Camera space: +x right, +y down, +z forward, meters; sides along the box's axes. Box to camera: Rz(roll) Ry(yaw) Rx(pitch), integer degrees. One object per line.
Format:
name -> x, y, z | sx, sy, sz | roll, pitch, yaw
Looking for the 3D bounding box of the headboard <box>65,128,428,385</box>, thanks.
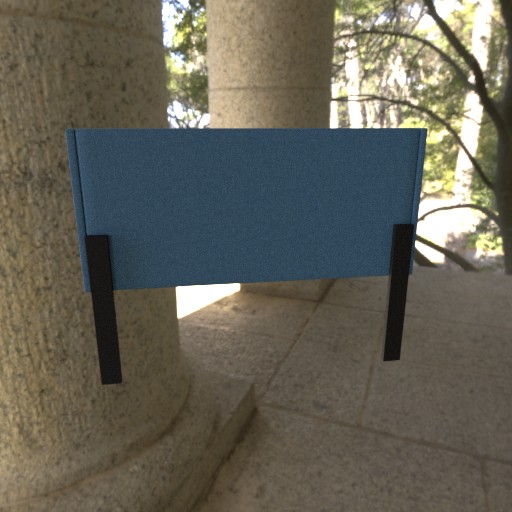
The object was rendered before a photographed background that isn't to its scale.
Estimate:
headboard -> 0.000, 0.000, 2.751 | 2.051, 1.524, 0.184 | -3, 17, -8
